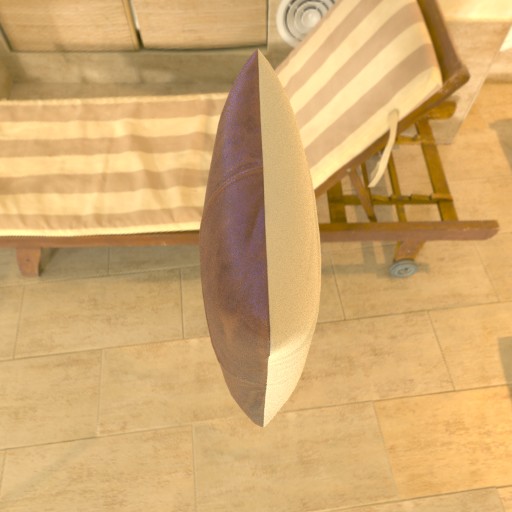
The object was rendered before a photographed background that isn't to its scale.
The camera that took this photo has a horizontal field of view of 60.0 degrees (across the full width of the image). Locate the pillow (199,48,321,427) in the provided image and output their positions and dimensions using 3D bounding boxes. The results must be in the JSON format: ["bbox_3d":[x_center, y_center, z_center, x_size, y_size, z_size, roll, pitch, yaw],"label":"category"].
[{"bbox_3d":[0.000,0.000,0.744,0.192,0.470,0.484,-1,59,-1],"label":"pillow"}]
